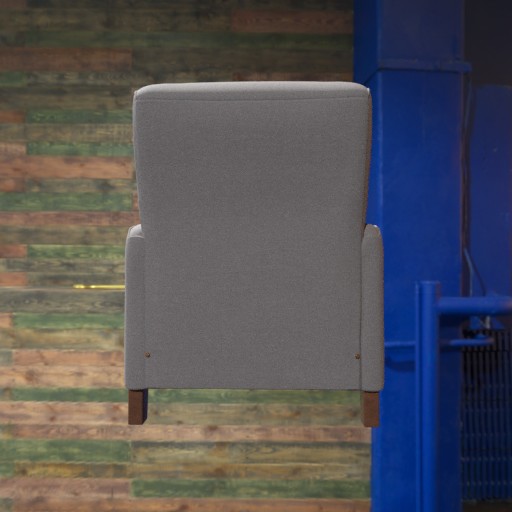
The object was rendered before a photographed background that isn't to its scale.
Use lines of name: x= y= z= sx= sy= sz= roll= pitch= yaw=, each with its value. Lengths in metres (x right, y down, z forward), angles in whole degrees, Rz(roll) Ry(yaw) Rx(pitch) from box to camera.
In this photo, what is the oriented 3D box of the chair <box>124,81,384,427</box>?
chair: x=0.000 y=0.000 z=1.666 sx=0.845 sy=1.023 sz=0.859 roll=0 pitch=0 yaw=1
